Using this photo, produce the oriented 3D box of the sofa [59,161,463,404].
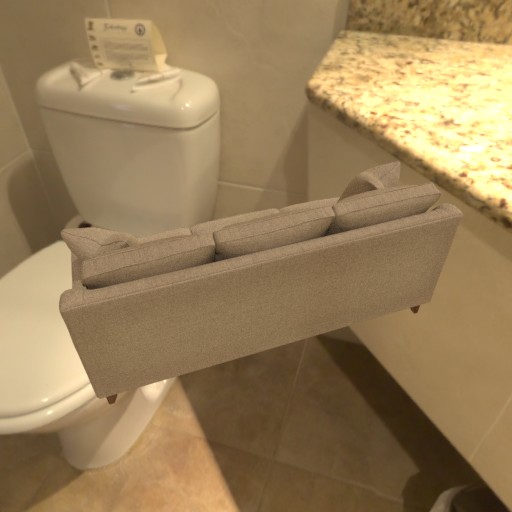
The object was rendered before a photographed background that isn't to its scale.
[{"bbox_3d":[0.000,0.000,2.596,2.031,0.914,0.865,-13,43,-15],"label":"sofa"}]
